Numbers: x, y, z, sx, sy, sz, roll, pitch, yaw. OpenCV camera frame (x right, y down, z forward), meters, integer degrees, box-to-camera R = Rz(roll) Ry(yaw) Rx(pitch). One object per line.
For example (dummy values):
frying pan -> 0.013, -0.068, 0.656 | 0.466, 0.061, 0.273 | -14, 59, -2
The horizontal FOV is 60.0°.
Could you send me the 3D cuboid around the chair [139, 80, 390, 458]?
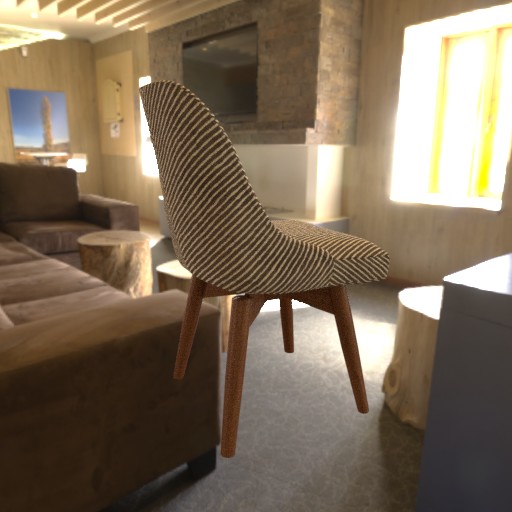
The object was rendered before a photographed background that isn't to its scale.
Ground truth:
chair -> 0.000, 0.000, 1.259 | 0.591, 0.883, 0.504 | -7, 15, -25
